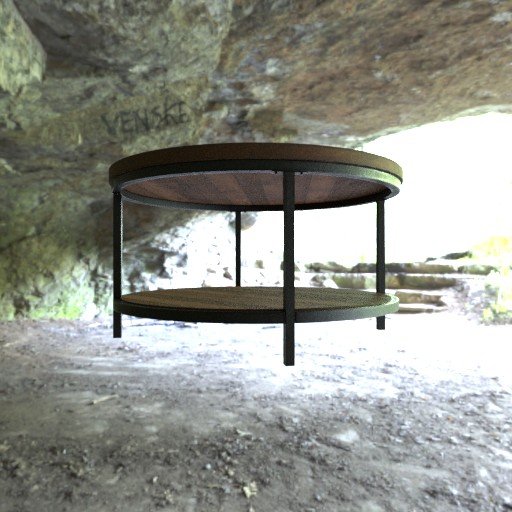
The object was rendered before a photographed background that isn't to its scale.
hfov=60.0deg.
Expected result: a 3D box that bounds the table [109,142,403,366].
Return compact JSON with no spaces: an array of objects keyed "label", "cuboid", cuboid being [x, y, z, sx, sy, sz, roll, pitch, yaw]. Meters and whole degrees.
[{"label":"table","cuboid":[0.000,0.000,1.326,0.837,0.462,0.837,0,0,0]}]
